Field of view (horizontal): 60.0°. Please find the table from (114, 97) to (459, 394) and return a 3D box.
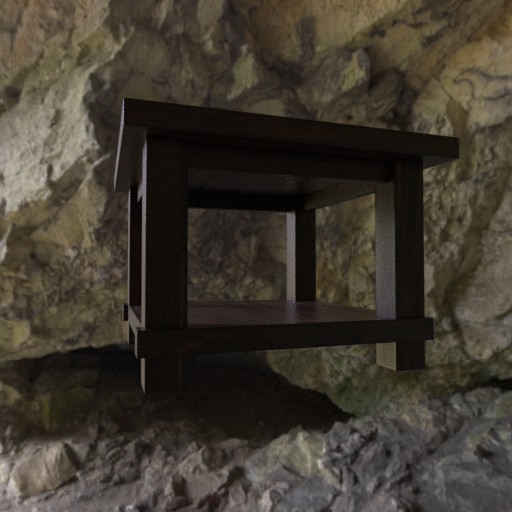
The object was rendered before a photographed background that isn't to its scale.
[{"bbox_3d":[0.000,0.000,1.010,0.606,0.437,0.593,1,-2,-19],"label":"table"}]
